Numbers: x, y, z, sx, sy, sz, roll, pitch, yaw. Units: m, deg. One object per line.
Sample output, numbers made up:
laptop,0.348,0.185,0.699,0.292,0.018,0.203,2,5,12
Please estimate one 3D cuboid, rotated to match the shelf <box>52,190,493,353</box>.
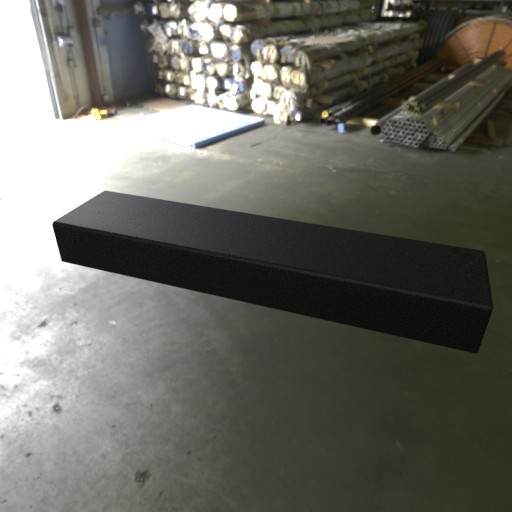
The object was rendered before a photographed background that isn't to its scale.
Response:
shelf,0.000,0.000,0.487,0.456,0.053,0.102,11,33,17
